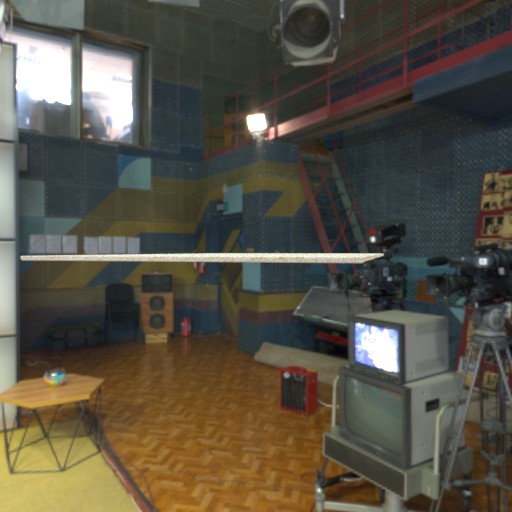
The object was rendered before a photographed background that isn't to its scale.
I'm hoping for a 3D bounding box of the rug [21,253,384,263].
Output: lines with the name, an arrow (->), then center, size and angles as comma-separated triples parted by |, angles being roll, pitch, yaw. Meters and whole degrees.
rug -> 0.000, 0.000, 3.397 | 1.800, 0.025, 2.699 | 0, 1, 18
